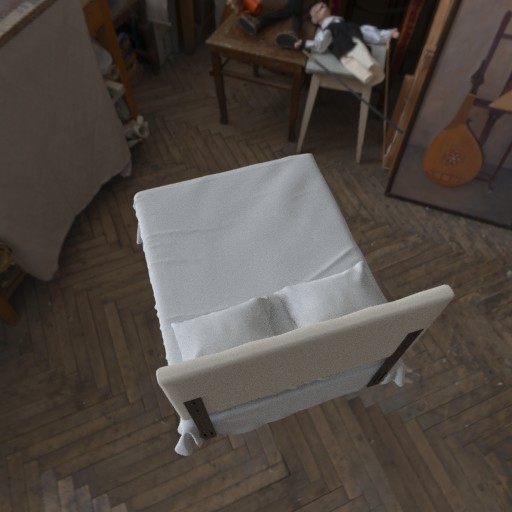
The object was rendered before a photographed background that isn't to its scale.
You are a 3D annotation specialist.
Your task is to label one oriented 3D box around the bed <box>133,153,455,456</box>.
[{"bbox_3d":[0.000,0.000,3.429,1.936,1.577,2.222,-15,59,-9],"label":"bed"}]
